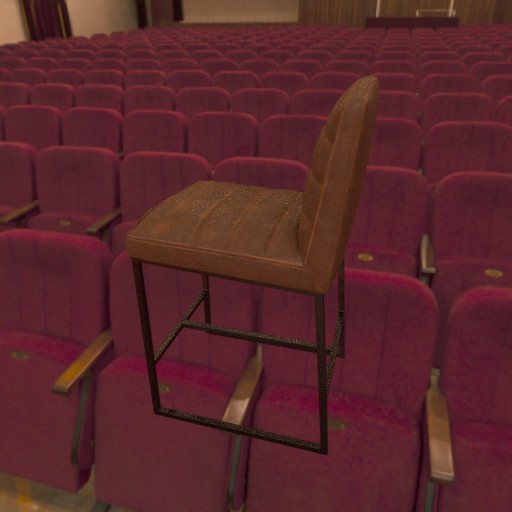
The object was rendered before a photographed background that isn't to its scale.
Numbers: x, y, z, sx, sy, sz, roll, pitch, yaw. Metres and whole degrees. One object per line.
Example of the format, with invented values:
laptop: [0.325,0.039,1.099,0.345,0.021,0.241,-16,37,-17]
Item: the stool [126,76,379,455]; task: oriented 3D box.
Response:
stool: [0.000,0.000,1.256,0.562,0.942,0.463,8,28,14]
